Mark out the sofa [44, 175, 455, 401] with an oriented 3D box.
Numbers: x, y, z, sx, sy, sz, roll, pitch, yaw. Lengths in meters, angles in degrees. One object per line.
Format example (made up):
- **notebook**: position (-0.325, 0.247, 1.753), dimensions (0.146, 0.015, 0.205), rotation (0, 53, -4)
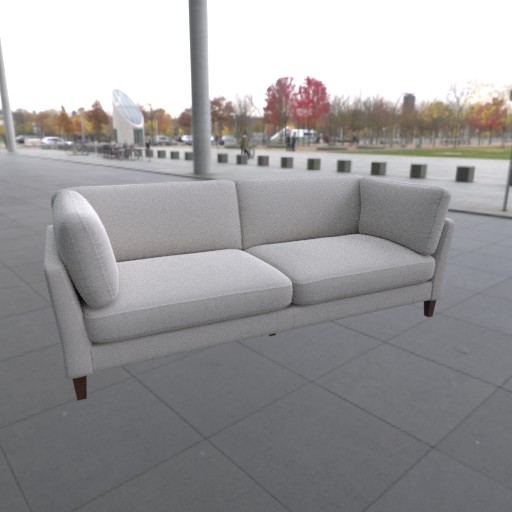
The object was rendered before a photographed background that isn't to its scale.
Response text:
- **sofa**: position (0.000, 0.000, 2.672), dimensions (2.301, 0.863, 0.957), rotation (-7, 17, -25)
